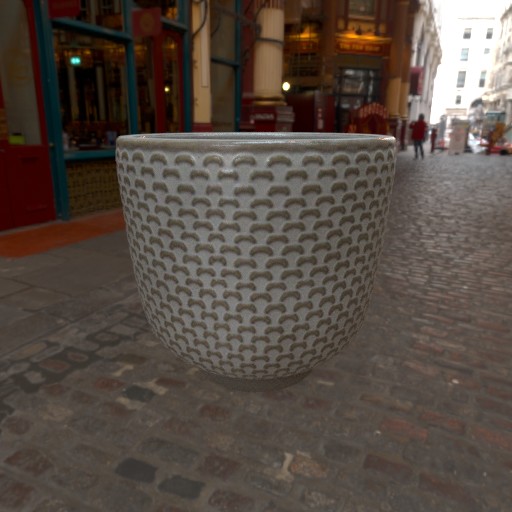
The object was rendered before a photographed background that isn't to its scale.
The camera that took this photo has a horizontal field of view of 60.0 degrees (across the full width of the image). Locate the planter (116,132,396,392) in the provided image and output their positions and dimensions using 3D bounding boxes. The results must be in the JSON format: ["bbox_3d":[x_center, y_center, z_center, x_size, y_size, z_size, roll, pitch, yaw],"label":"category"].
[{"bbox_3d":[0.000,0.000,0.304,0.173,0.160,0.173,0,17,0],"label":"planter"}]
